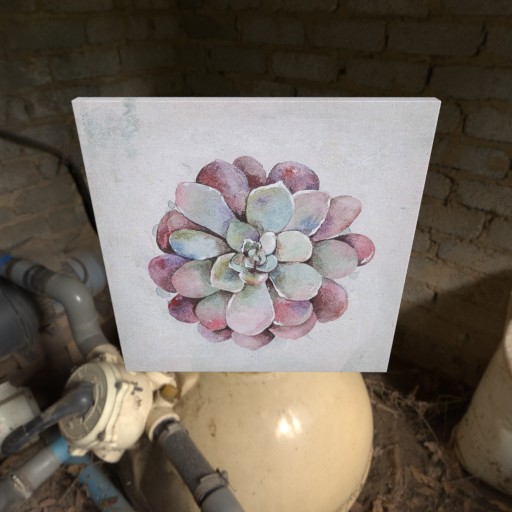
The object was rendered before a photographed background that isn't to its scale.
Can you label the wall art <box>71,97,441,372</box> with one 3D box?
[{"bbox_3d":[0.000,0.000,1.120,0.762,0.762,0.041,0,30,0],"label":"wall art"}]
